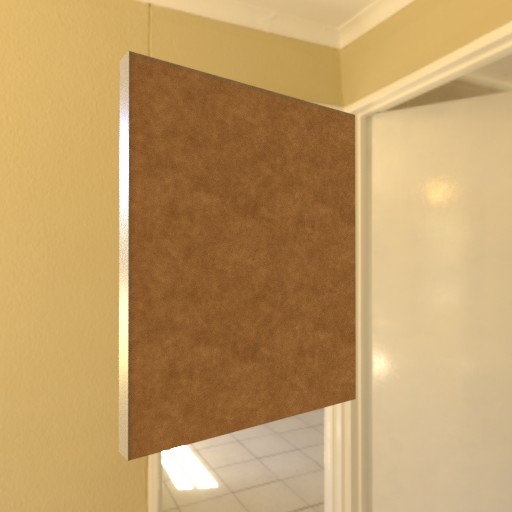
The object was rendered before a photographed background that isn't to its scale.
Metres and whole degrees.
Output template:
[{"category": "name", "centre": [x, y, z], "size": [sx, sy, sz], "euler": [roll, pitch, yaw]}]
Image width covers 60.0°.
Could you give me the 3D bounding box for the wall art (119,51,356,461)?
[{"category": "wall art", "centre": [0.000, 0.000, 0.747], "size": [0.453, 0.554, 0.037], "euler": [0, -1, -36]}]
